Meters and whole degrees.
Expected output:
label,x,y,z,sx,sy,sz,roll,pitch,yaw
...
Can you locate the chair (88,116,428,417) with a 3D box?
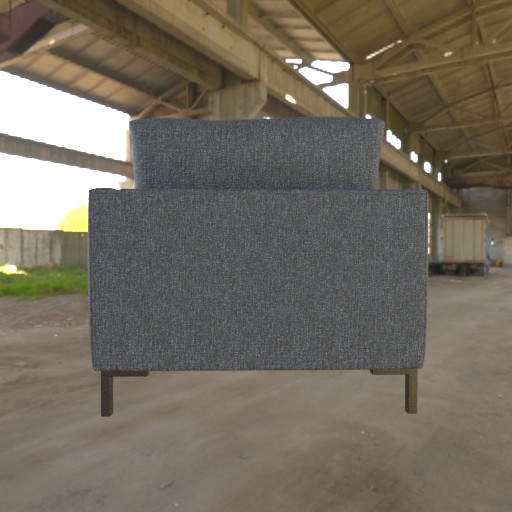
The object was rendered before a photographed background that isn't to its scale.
label,x,y,z,sx,sy,sz,roll,pitch,yaw
chair,0.000,0.000,1.631,0.963,0.861,0.866,0,1,-1
